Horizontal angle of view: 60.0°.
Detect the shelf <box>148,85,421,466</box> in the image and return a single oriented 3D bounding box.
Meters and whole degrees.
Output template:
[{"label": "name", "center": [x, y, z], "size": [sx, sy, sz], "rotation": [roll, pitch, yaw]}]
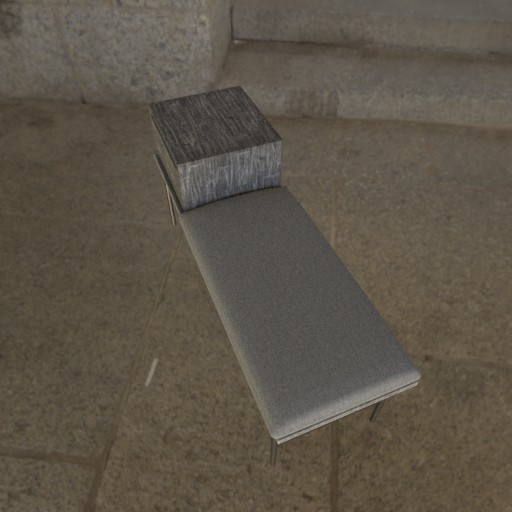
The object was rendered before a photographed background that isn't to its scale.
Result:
[{"label": "shelf", "center": [0.000, 0.000, 1.651], "size": [0.457, 0.633, 1.342], "rotation": [-17, 50, -15]}]
